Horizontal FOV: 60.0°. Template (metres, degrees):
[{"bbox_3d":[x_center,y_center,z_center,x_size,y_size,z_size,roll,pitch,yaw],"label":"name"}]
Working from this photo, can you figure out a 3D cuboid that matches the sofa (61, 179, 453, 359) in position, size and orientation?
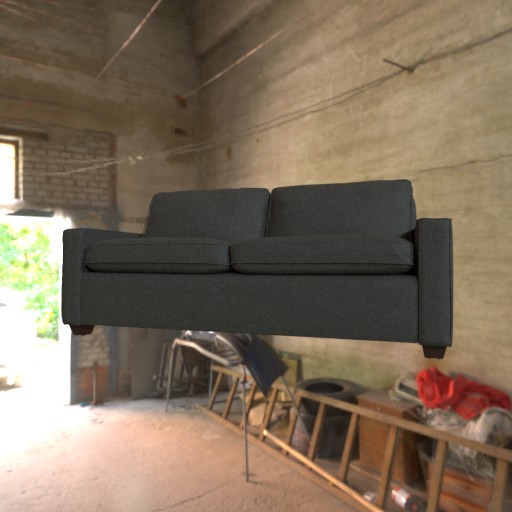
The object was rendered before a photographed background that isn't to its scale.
[{"bbox_3d":[0.000,0.000,2.609,2.080,0.919,0.940,0,-1,19],"label":"sofa"}]
